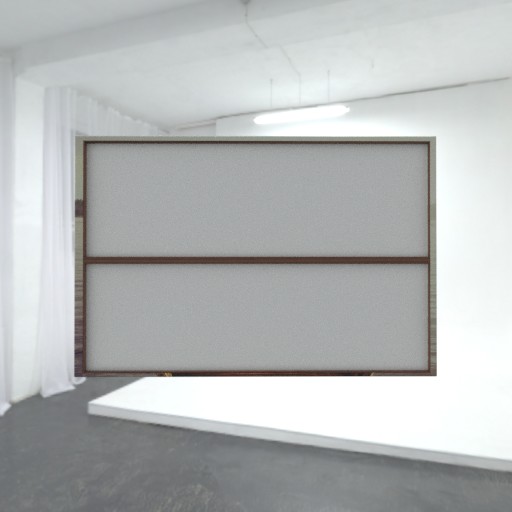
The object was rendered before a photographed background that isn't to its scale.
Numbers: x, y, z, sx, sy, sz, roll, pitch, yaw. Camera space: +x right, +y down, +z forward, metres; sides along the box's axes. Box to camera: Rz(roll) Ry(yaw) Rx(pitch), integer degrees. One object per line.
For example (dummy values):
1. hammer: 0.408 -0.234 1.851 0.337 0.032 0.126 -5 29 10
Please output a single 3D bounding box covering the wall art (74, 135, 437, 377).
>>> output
1. wall art: 0.000 0.000 1.425 1.149 0.765 0.040 0 0 0
